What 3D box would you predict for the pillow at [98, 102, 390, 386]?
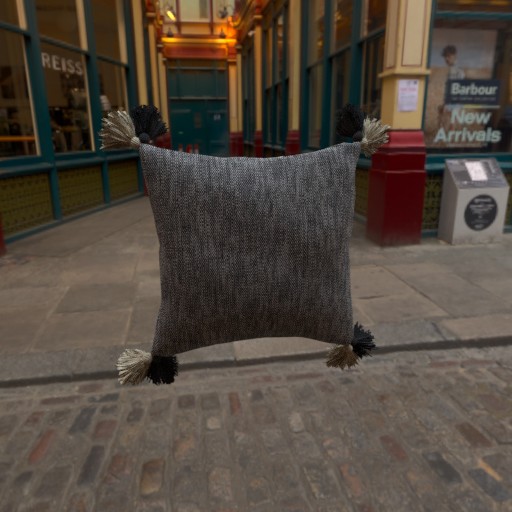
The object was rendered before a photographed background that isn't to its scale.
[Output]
[{"bbox_3d":[0.000,0.000,0.991,0.654,0.659,0.170,-3,17,-10],"label":"pillow"}]
